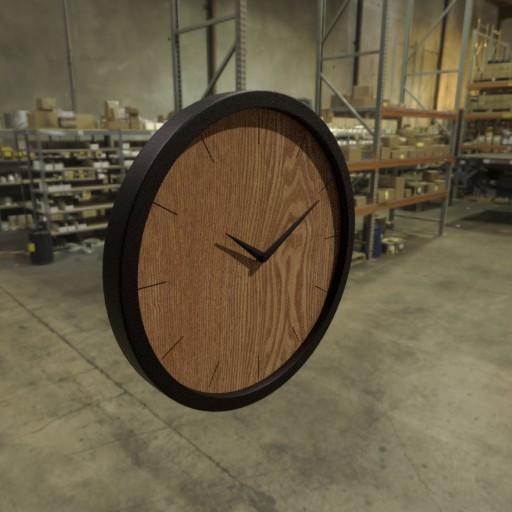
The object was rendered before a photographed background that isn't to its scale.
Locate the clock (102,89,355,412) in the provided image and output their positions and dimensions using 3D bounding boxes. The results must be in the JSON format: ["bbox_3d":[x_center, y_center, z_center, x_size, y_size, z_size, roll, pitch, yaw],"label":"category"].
[{"bbox_3d":[0.000,0.000,0.447,0.314,0.314,0.029,-15,21,-43],"label":"clock"}]
